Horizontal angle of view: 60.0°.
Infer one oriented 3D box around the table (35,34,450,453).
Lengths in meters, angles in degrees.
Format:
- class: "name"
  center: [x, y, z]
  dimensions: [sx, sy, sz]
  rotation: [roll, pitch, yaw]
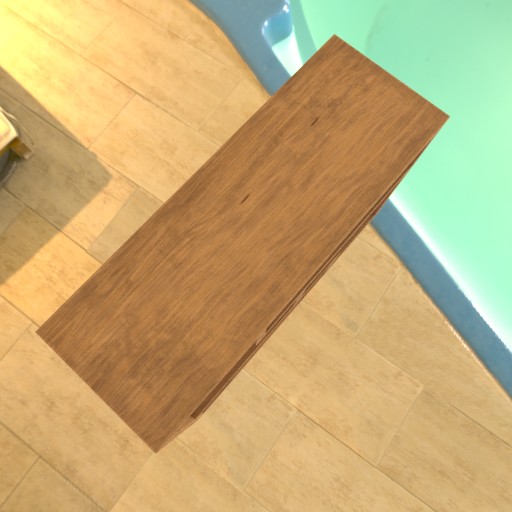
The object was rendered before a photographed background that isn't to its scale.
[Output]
- class: "table"
  center: [0.000, 0.000, 1.515]
  dimensions: [0.410, 0.771, 1.151]
  rotation: [41, 79, 10]
